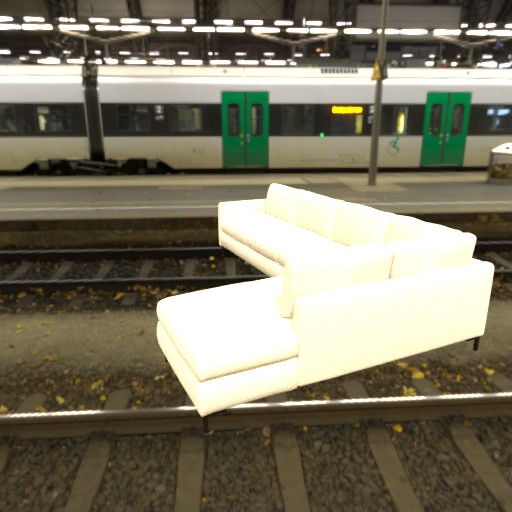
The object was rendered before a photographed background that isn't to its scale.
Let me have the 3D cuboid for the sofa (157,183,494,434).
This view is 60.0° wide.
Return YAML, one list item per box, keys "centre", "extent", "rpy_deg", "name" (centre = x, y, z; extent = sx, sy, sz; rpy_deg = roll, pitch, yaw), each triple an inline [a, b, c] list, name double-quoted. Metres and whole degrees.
- centre: [0.000, 0.000, 3.704]
  extent: [2.007, 0.815, 2.949]
  rpy_deg: [-8, 18, -24]
  name: "sofa"
